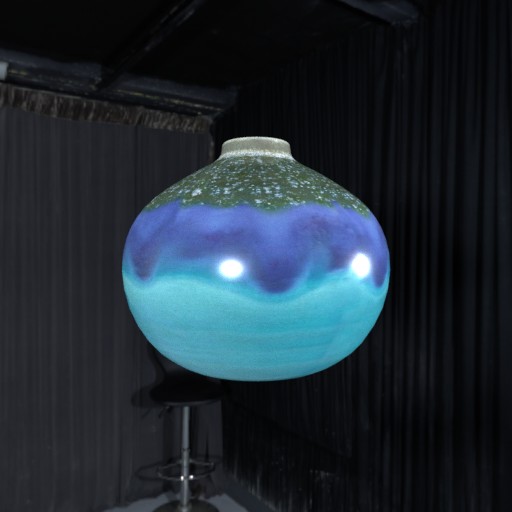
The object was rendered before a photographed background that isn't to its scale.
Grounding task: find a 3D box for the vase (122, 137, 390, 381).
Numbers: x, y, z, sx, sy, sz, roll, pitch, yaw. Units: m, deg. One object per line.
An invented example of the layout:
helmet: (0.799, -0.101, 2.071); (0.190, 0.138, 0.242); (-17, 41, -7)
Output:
vase: (0.000, 0.000, 0.266); (0.154, 0.133, 0.154); (0, 1, 0)
